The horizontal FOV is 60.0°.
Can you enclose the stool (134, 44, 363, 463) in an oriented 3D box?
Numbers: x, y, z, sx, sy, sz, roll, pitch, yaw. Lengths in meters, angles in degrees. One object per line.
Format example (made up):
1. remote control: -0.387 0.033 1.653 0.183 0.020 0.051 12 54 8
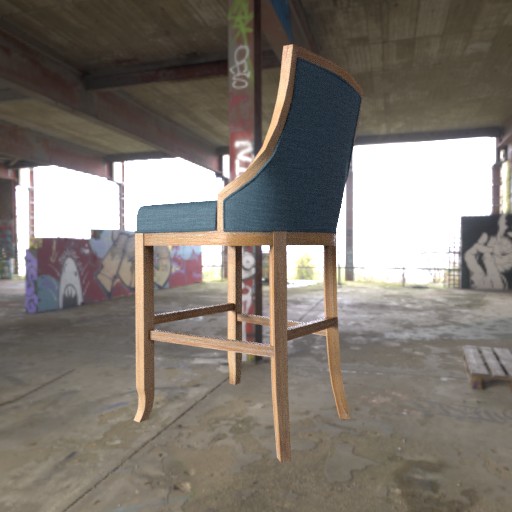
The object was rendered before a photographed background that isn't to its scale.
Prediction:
1. stool: 0.000 0.000 1.481 0.626 1.101 0.524 1 2 37
